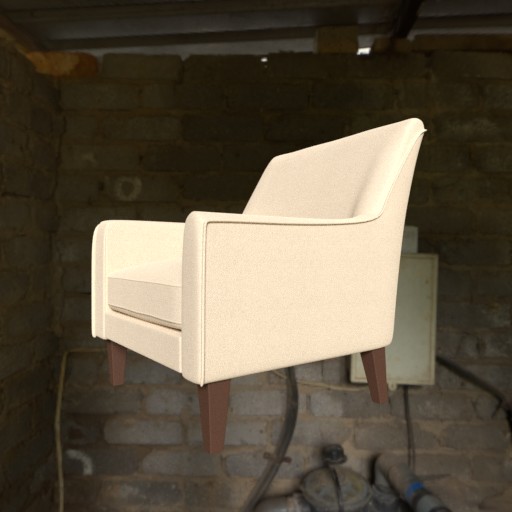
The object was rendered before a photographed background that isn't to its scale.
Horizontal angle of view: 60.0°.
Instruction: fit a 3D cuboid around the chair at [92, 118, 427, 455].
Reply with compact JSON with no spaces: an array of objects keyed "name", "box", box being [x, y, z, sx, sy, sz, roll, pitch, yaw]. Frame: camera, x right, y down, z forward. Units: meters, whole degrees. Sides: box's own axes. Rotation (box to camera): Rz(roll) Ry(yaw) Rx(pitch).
[{"name":"chair","box":[0.000,0.000,1.544,0.899,0.919,0.780,0,0,-37]}]
